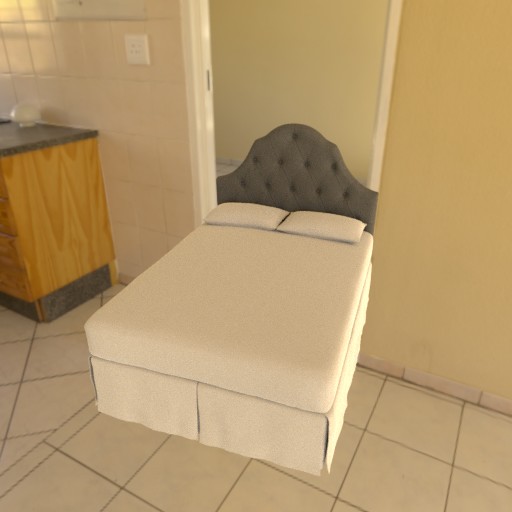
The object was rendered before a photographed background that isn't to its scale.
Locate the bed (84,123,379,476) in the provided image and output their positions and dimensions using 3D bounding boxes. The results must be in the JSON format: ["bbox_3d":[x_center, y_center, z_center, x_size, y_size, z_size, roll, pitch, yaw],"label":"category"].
[{"bbox_3d":[0.000,0.000,3.295,1.636,1.575,2.155,9,28,17],"label":"bed"}]
